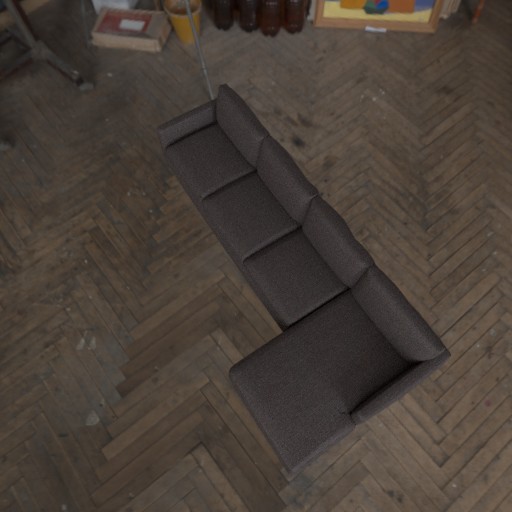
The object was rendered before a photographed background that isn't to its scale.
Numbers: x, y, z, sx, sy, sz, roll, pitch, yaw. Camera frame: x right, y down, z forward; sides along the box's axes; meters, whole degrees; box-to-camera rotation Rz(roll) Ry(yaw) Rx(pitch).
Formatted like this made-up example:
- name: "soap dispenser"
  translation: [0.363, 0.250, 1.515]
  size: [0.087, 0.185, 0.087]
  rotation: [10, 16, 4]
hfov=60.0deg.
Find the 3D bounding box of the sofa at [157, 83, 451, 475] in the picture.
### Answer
- name: "sofa"
  translation: [0.000, 0.000, 3.901]
  size: [1.483, 0.892, 3.221]
  rotation: [-30, 69, -13]
